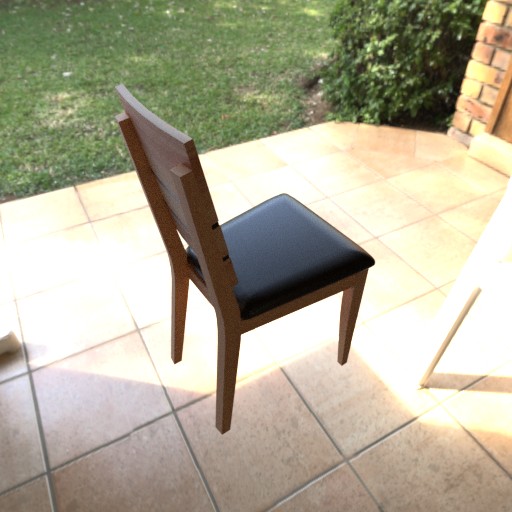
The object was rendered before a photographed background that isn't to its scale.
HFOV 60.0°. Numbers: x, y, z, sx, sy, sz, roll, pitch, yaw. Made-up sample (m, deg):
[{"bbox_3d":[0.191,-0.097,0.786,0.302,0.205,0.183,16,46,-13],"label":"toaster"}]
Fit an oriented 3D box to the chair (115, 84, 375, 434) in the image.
[{"bbox_3d":[0.000,0.000,1.212,0.520,0.940,0.410,-25,47,-25],"label":"chair"}]
